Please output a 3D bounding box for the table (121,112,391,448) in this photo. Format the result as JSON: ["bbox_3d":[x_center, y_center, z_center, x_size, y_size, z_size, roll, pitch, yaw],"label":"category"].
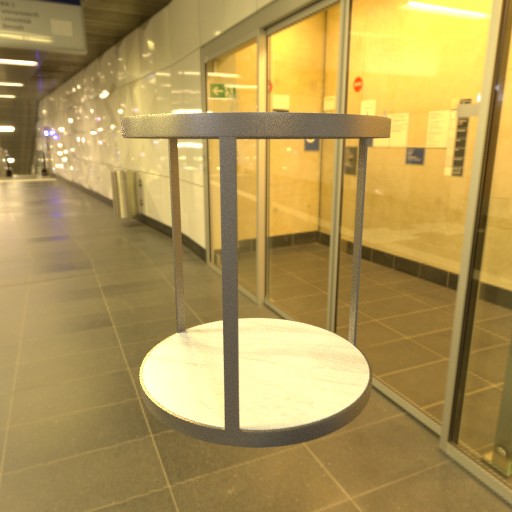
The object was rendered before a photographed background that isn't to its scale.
[{"bbox_3d":[0.000,0.000,0.819,0.445,0.479,0.445,0,14,0],"label":"table"}]
